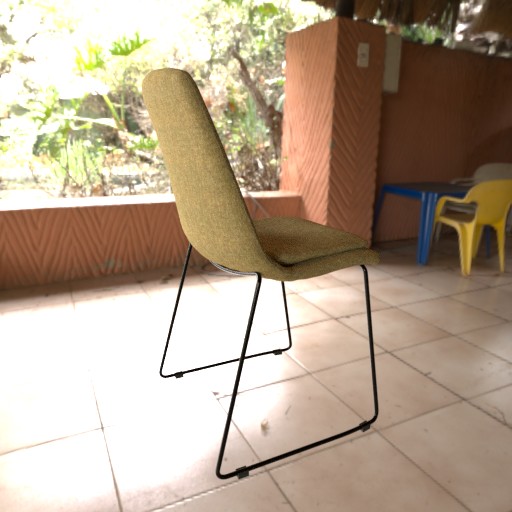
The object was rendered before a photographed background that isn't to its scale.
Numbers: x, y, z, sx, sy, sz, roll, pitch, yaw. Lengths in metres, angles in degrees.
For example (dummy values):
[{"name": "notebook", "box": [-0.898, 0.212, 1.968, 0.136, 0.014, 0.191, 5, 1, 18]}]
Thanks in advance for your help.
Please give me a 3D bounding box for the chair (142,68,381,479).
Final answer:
[{"name": "chair", "box": [0.000, 0.000, 1.128, 0.496, 0.849, 0.479, -7, 17, -26]}]
